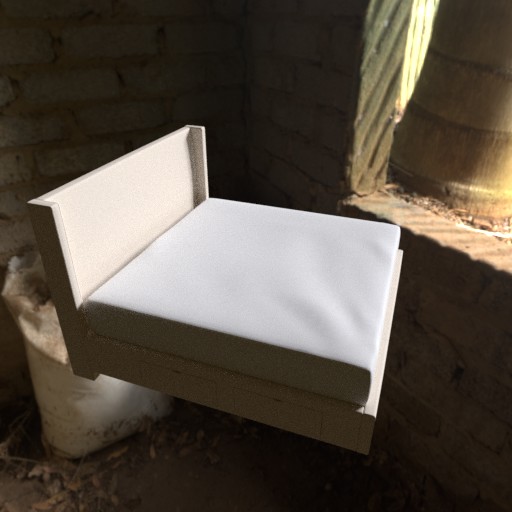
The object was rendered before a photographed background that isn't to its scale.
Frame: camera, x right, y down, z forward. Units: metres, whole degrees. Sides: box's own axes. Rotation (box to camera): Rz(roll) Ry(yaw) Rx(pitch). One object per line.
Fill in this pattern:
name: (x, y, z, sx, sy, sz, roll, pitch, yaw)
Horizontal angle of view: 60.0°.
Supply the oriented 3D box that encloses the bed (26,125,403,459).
bed: (0.000, 0.000, 3.647, 2.293, 1.471, 2.145, 10, 32, 17)
